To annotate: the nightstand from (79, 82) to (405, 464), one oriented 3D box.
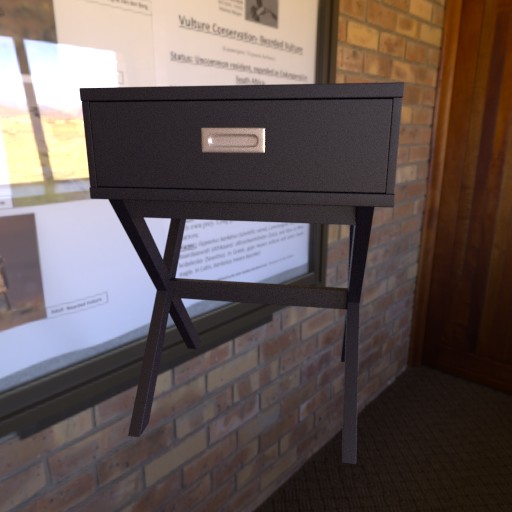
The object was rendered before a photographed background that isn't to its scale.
[{"bbox_3d":[0.000,0.000,0.912,0.479,0.623,0.402,3,16,10],"label":"nightstand"}]
